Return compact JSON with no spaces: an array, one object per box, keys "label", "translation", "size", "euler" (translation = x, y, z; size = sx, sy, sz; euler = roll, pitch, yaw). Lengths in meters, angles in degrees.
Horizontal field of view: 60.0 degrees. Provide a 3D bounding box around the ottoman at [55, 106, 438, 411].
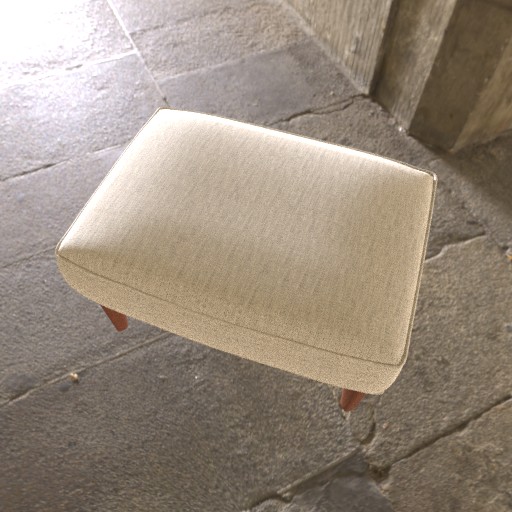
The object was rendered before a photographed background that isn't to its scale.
[{"label":"ottoman","translation":[0.000,0.000,1.181],"size":[0.794,0.465,0.594],"euler":[17,59,10]}]
